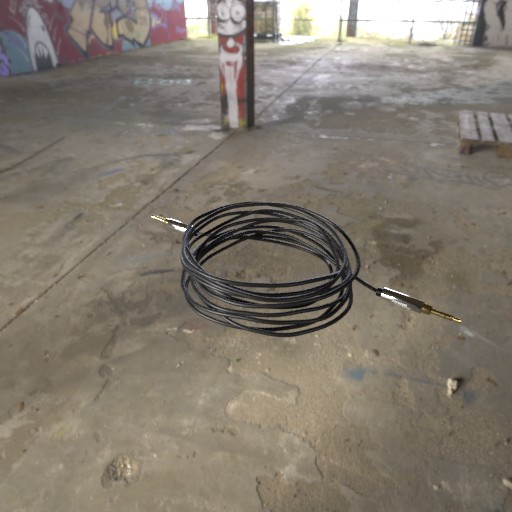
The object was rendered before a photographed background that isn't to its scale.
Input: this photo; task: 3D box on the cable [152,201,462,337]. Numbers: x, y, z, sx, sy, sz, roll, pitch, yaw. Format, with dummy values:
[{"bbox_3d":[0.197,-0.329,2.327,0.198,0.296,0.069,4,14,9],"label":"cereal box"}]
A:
[{"bbox_3d":[0.000,0.000,0.503,0.432,0.069,0.198,21,37,30],"label":"cable"}]
